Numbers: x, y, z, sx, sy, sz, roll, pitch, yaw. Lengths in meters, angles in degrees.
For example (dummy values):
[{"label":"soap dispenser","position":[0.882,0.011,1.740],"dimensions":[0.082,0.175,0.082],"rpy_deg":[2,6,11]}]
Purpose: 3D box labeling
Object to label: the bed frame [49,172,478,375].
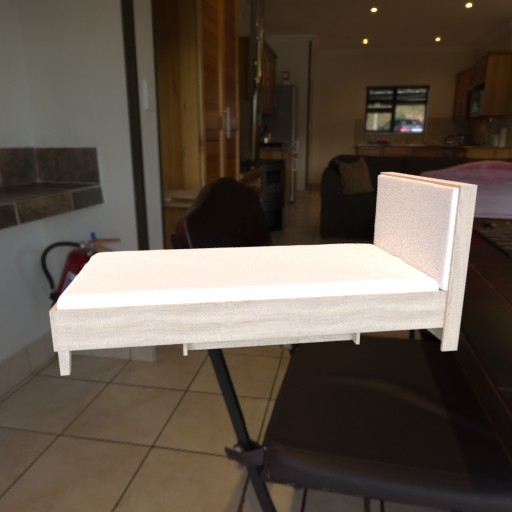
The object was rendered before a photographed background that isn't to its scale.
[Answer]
[{"label":"bed frame","position":[0.000,0.000,2.702],"dimensions":[2.140,0.920,0.990],"rpy_deg":[-2,15,-8]}]
